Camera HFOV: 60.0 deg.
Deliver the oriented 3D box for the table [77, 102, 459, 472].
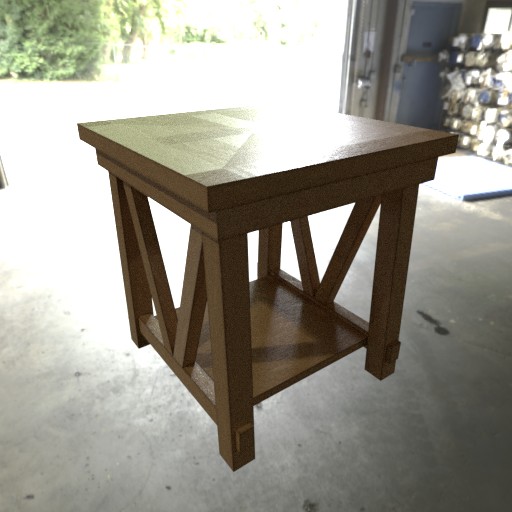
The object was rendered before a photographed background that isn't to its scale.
[{"bbox_3d":[0.000,0.000,1.133,0.610,0.638,0.612,-18,32,-32],"label":"table"}]
